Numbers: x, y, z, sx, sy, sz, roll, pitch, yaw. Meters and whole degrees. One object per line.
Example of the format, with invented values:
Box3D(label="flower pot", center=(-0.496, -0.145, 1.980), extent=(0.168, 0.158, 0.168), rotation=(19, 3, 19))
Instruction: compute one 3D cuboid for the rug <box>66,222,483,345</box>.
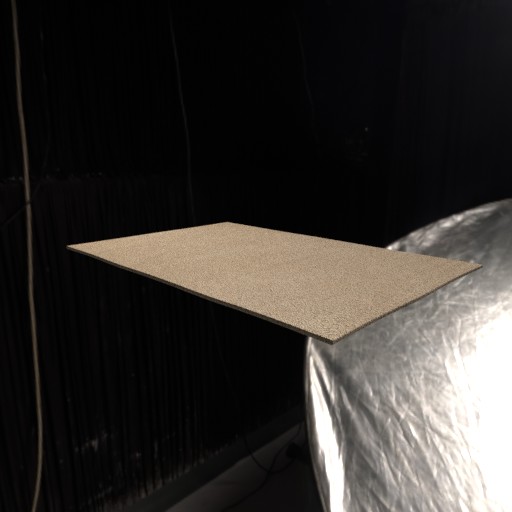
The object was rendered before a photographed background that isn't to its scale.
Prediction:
Box3D(label="rug", center=(0.000, 0.000, 3.413), extent=(2.699, 0.025, 1.800), rotation=(13, 19, 43))
